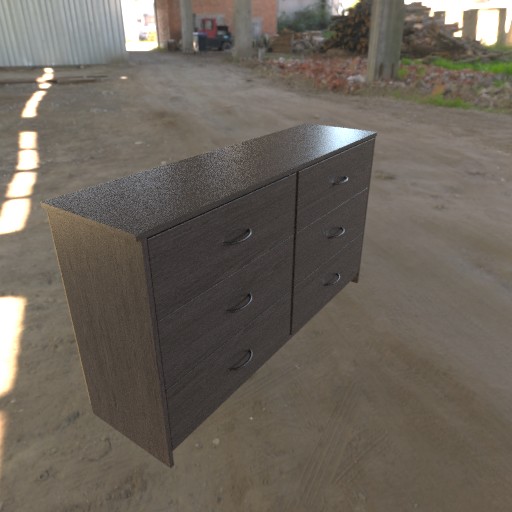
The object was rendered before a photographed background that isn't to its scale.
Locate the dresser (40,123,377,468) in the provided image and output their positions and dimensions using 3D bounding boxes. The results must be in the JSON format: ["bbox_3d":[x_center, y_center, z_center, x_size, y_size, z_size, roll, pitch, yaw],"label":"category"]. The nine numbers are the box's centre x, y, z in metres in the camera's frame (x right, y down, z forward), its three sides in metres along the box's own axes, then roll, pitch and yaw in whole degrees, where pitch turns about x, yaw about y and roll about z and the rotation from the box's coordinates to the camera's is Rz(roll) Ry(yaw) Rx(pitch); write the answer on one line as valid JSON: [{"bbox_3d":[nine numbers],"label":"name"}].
[{"bbox_3d":[0.000,0.000,1.702,0.401,0.755,1.360,18,32,31],"label":"dresser"}]
